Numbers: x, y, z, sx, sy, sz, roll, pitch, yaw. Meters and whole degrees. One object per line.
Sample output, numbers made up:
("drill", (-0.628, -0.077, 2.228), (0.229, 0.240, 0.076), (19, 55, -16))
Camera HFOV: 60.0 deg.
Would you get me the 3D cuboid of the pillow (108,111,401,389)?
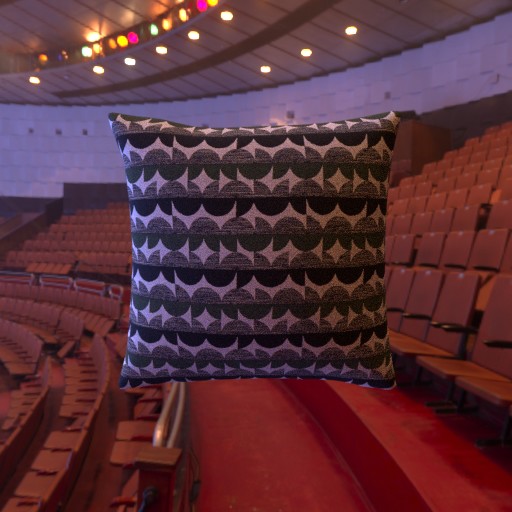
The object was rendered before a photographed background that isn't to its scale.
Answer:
("pillow", (0.000, 0.000, 0.644), (0.419, 0.404, 0.180), (0, -1, 1))
